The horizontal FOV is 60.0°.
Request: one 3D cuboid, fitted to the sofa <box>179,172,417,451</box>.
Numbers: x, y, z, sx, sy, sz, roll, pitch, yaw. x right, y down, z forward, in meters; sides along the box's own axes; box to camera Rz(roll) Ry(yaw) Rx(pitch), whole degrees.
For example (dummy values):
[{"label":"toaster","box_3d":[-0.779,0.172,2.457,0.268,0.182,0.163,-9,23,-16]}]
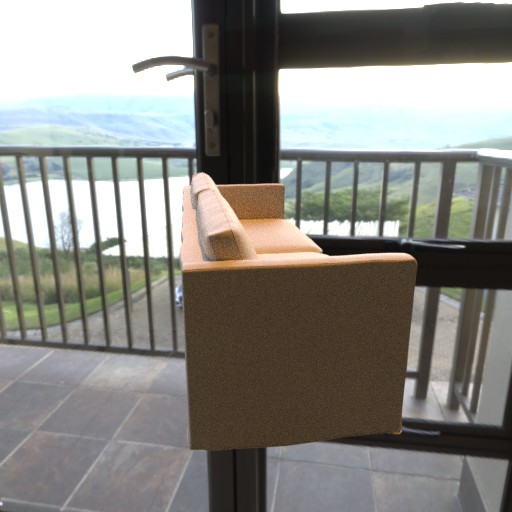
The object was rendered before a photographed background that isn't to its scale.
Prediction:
[{"label":"sofa","box_3d":[0.000,0.000,3.187,1.036,0.999,2.779,-2,16,-8]}]
